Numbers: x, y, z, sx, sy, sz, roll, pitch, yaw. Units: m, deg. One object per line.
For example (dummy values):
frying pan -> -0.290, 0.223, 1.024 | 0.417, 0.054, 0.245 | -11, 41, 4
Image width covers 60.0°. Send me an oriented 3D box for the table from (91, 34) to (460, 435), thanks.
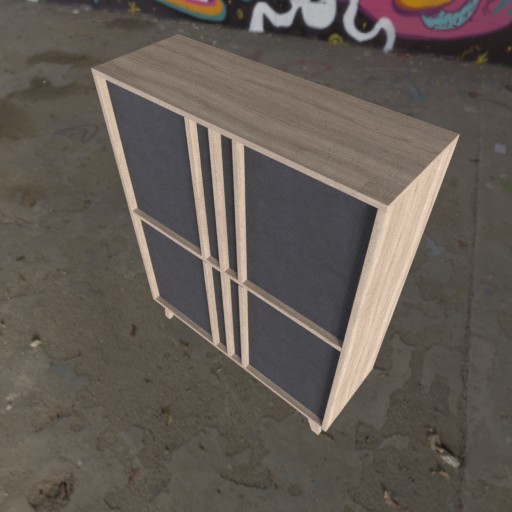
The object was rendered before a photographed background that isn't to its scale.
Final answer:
table -> 0.000, 0.000, 1.842 | 1.111, 1.388, 0.398 | 31, 54, 27
